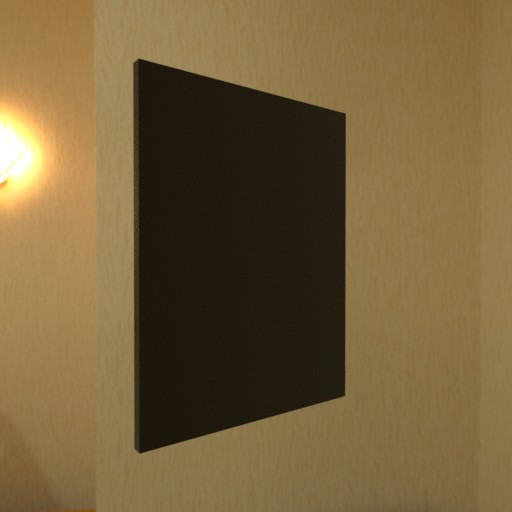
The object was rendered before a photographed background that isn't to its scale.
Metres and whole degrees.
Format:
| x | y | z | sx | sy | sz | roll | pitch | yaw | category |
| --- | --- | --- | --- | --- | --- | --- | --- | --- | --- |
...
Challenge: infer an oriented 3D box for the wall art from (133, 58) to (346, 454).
| x | y | z | sx | sy | sz | roll | pitch | yaw | category |
| --- | --- | --- | --- | --- | --- | --- | --- | --- | --- |
| 0.000 | 0.000 | 1.443 | 0.806 | 1.062 | 0.038 | 0 | 1 | -36 | wall art |
